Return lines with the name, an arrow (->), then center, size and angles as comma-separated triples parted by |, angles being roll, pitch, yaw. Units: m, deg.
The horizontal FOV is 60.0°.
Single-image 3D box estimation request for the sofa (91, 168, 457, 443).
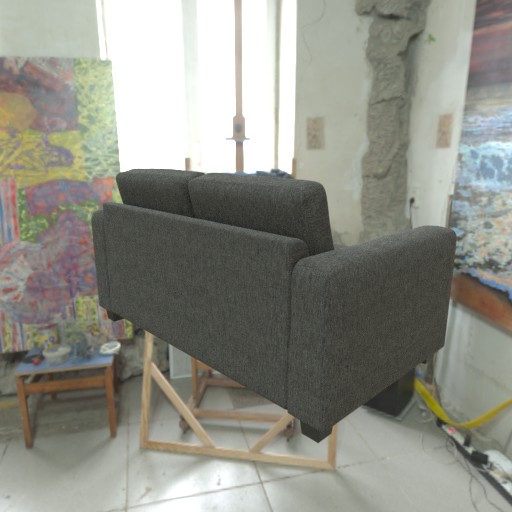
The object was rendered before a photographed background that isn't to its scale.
sofa -> 0.000, 0.000, 2.059 | 0.900, 0.800, 1.520 | -14, 20, -42
